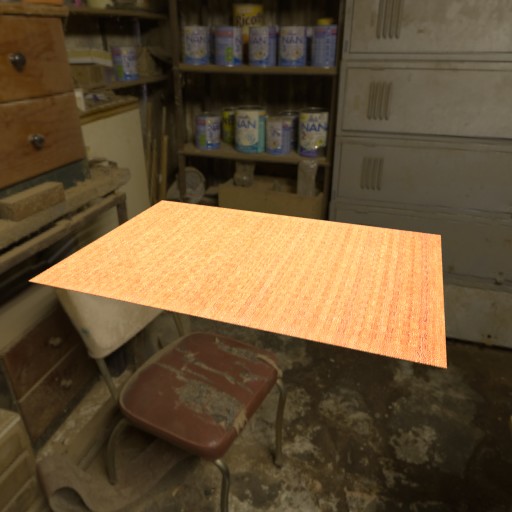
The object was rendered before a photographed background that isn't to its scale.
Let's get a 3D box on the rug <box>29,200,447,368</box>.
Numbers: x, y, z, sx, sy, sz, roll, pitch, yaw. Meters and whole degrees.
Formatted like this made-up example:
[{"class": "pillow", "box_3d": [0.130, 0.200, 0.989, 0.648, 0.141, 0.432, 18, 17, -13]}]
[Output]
[{"class": "rug", "box_3d": [0.000, 0.000, 2.899, 2.285, 0.006, 1.524, 9, 28, 17]}]
